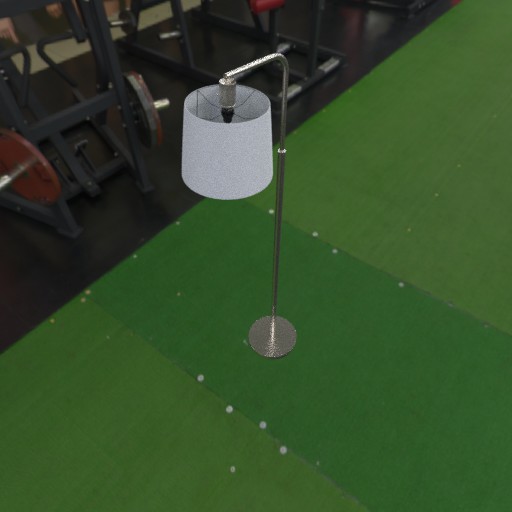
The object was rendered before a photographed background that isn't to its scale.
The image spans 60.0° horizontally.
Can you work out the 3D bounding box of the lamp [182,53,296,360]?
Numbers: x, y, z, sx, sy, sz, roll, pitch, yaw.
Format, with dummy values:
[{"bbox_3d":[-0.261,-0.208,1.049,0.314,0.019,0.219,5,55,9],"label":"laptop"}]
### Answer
[{"bbox_3d":[0.000,0.000,1.658,0.254,1.478,0.508,32,55,25],"label":"lamp"}]
